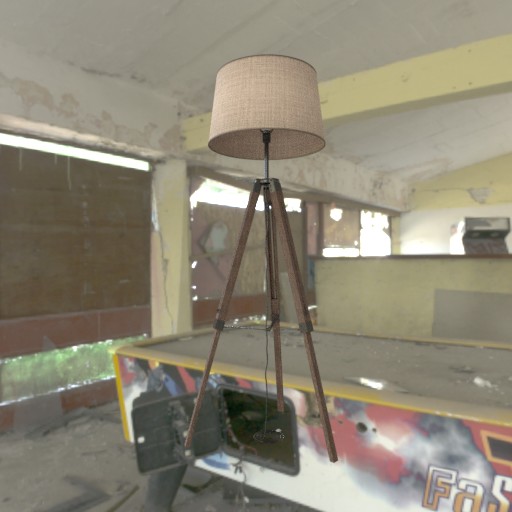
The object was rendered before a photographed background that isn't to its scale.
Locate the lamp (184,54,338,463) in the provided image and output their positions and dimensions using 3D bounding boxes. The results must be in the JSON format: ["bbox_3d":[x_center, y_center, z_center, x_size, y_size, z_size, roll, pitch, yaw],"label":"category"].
[{"bbox_3d":[0.000,0.000,1.848,0.587,1.510,0.604,0,-1,-18],"label":"lamp"}]
